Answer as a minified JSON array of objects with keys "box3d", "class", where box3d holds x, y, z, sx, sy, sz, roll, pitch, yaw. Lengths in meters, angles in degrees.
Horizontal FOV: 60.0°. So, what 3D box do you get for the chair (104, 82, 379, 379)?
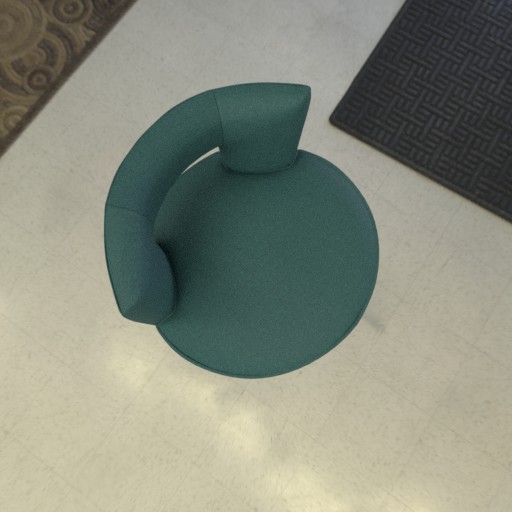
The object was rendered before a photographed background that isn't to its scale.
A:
[{"box3d":[0.000,0.000,1.261,0.660,0.711,0.684,37,80,8],"class":"chair"}]
